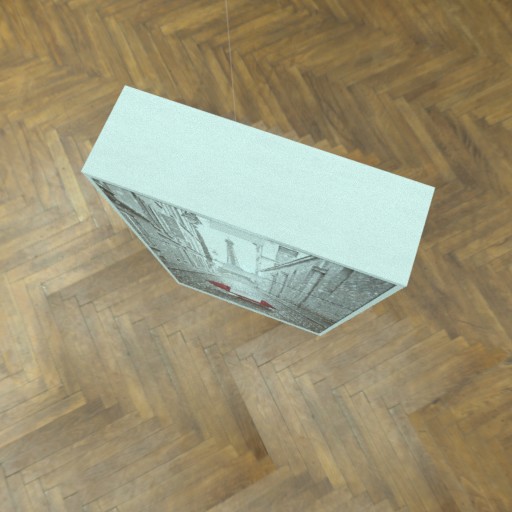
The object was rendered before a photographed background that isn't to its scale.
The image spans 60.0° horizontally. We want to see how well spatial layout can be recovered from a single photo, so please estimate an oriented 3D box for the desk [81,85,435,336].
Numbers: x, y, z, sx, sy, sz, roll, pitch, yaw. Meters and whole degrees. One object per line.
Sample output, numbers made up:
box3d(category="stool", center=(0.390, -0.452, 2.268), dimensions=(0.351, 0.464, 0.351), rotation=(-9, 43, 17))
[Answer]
box3d(category="desk", center=(0.000, 0.000, 1.599), dimensions=(0.750, 1.280, 0.250), rotation=(20, 76, 5))
